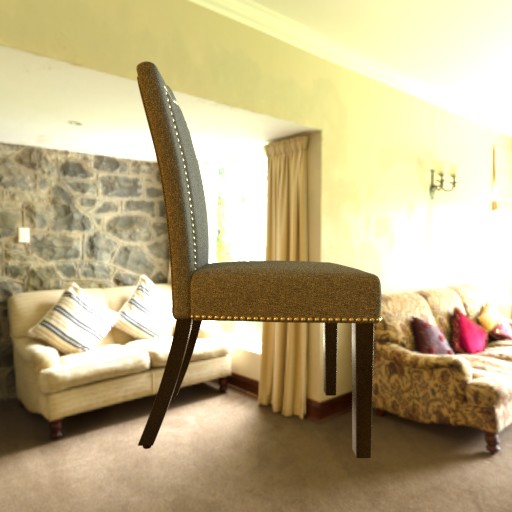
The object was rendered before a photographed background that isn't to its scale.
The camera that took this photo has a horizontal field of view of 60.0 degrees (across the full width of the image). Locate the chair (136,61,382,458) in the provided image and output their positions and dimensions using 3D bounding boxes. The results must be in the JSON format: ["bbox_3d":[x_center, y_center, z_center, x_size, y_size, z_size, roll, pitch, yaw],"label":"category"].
[{"bbox_3d":[0.000,0.000,1.269,0.589,0.946,0.518,0,2,-1],"label":"chair"}]
